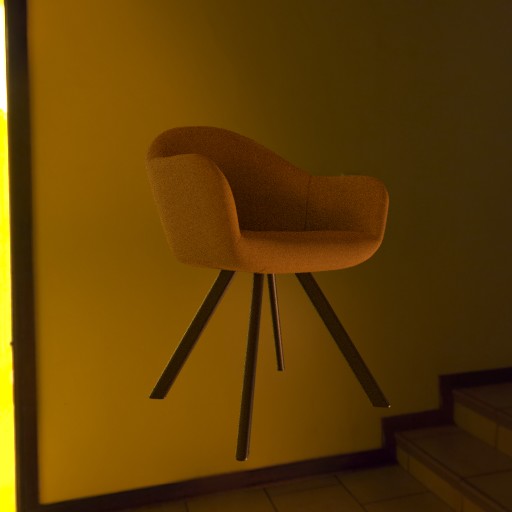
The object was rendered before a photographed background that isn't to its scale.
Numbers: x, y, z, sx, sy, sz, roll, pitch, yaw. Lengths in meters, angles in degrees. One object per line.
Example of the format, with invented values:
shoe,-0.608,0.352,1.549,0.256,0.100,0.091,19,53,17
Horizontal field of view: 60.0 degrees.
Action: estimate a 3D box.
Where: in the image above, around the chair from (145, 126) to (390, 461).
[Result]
chair,0.000,0.000,1.236,0.590,0.795,0.550,-2,3,-37
